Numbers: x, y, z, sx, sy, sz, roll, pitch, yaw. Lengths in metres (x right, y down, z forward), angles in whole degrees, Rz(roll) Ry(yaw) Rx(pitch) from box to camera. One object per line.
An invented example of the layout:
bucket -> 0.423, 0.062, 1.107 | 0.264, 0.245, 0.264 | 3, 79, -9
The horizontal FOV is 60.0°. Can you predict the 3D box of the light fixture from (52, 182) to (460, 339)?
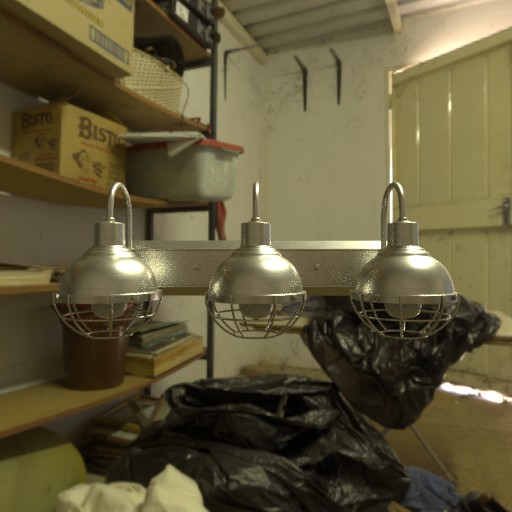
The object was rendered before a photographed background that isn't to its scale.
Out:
light fixture -> 0.000, 0.000, 0.746 | 0.634, 0.254, 0.229 | 0, 0, 0
